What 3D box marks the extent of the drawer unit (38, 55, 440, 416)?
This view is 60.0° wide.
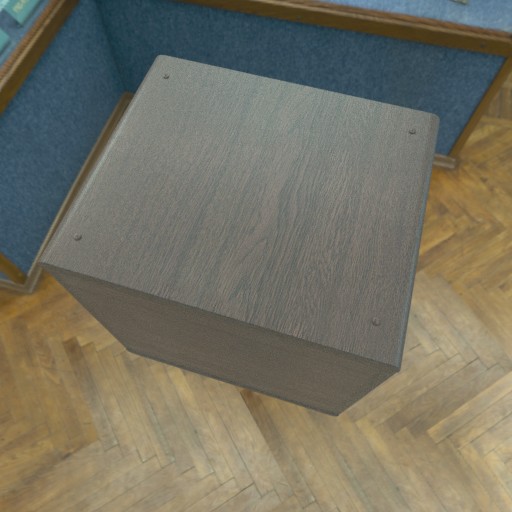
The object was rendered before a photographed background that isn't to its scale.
[{"bbox_3d":[0.000,0.000,0.603,0.344,0.344,0.290,15,65,7],"label":"drawer unit"}]
